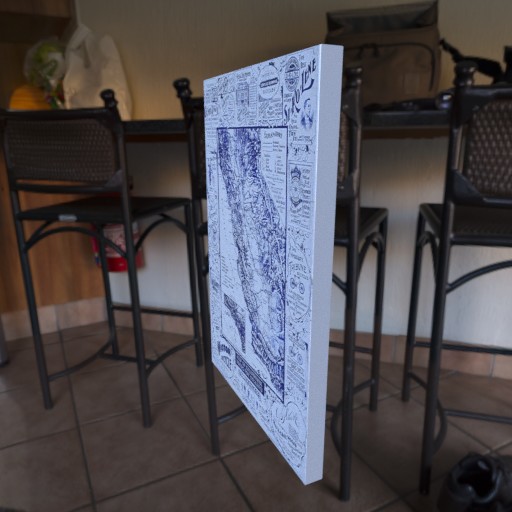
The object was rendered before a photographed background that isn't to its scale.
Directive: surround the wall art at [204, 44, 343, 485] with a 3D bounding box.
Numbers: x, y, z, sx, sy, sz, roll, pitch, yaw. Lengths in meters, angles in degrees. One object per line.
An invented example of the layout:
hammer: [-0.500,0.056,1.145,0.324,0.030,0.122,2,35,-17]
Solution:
wall art: [0.000,0.000,0.954,0.039,0.753,0.511,-7,17,-24]
